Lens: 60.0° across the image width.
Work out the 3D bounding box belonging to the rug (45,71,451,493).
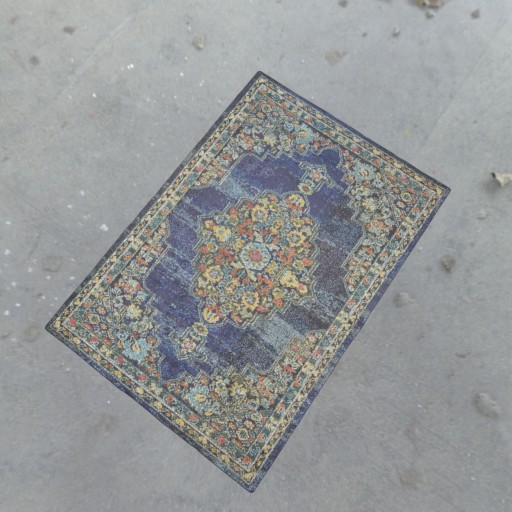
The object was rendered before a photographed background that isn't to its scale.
[{"bbox_3d":[0.000,0.000,3.667,2.053,0.011,2.940,35,78,9],"label":"rug"}]
